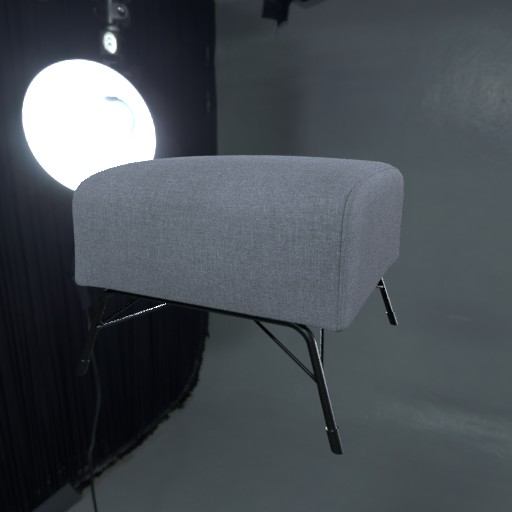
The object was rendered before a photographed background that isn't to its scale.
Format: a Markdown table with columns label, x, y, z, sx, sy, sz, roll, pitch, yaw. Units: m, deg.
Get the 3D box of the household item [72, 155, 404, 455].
| label | x | y | z | sx | sy | sz | roll | pitch | yaw |
| --- | --- | --- | --- | --- | --- | --- | --- | --- | --- |
| household item | 0.000 | 0.000 | 0.927 | 0.530 | 0.410 | 0.530 | 7 | 16 | 25 |
